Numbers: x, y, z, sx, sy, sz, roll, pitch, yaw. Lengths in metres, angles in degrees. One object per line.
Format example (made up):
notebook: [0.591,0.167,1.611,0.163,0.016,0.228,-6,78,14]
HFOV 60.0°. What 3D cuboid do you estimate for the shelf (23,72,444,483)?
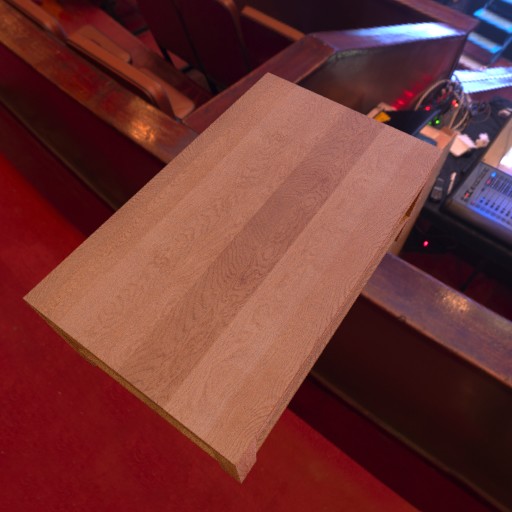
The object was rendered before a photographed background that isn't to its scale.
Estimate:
shelf: [0.000,0.000,1.503,0.700,0.450,1.150,31,63,18]
